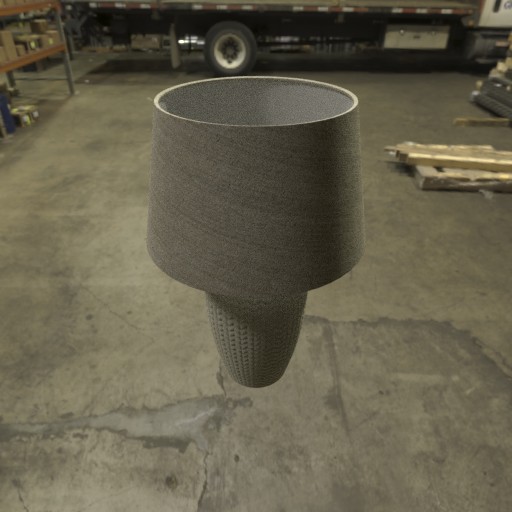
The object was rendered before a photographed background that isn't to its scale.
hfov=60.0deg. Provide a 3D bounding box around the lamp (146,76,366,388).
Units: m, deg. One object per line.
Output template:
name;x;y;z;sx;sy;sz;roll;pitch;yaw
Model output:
lamp;0.000;0.000;0.834;0.390;0.580;0.390;0;33;0
